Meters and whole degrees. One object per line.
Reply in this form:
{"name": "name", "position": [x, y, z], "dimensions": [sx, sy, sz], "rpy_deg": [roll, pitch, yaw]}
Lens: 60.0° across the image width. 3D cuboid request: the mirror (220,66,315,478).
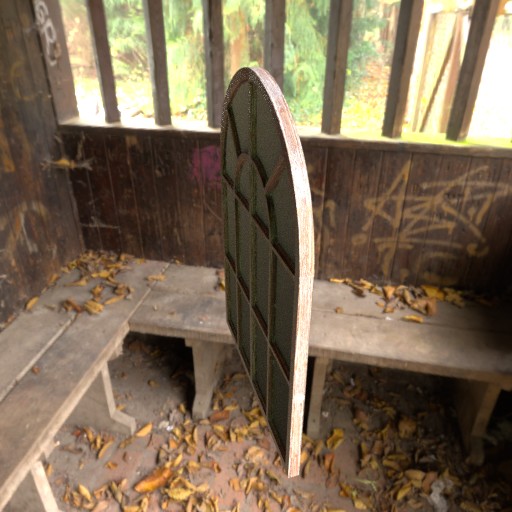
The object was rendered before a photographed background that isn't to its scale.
{"name": "mirror", "position": [0.000, 0.000, 1.167], "dimensions": [0.032, 0.920, 0.660], "rpy_deg": [-9, 31, -15]}
